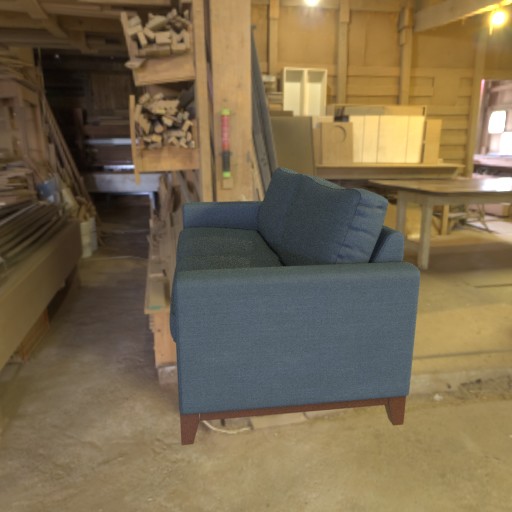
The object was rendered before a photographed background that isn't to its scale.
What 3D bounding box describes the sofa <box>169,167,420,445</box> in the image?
[{"bbox_3d":[0.000,0.000,2.406,0.877,0.865,1.900,-2,15,-8],"label":"sofa"}]
